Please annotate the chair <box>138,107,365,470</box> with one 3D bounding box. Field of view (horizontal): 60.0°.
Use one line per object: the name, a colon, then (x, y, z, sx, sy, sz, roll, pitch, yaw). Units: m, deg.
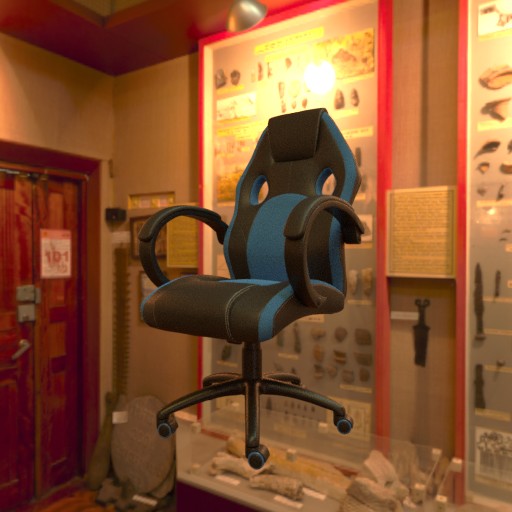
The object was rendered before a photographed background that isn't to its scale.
chair: (0.000, 0.000, 1.587, 0.673, 1.187, 0.724, 1, 1, 34)
